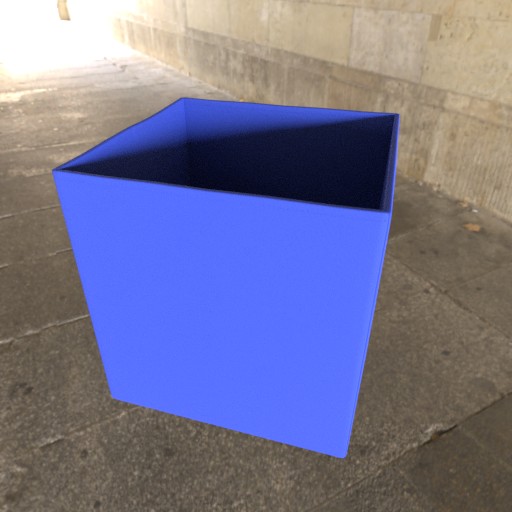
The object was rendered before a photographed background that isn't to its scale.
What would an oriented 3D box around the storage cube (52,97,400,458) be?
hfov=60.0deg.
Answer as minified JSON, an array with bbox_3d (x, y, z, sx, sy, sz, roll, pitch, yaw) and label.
[{"bbox_3d":[0.000,0.000,0.506,0.270,0.280,0.270,9,34,14],"label":"storage cube"}]
